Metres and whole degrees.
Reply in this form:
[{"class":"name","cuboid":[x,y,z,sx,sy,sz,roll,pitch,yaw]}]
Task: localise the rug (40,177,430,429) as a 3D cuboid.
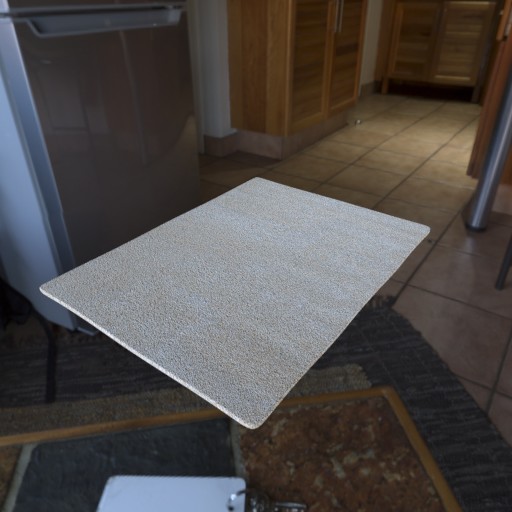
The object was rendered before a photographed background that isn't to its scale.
[{"class":"rug","cuboid":[0.000,0.000,2.189,1.199,0.025,1.600,22,38,31]}]
